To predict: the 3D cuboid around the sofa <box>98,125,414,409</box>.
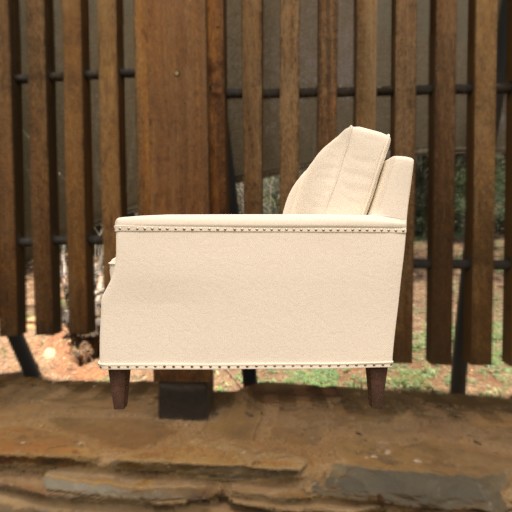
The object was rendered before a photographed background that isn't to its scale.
[{"bbox_3d":[0.000,0.000,2.247,1.084,1.003,1.597,0,2,0],"label":"sofa"}]
